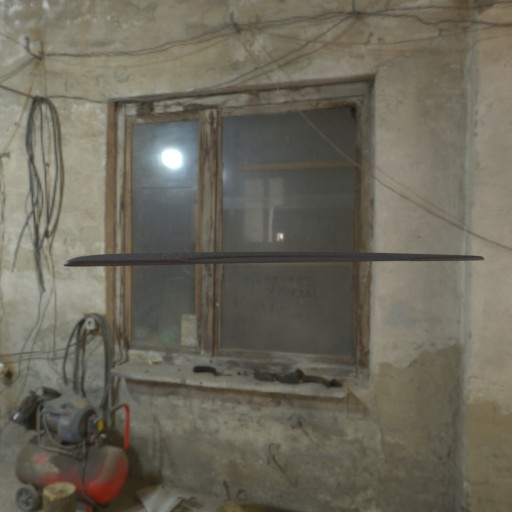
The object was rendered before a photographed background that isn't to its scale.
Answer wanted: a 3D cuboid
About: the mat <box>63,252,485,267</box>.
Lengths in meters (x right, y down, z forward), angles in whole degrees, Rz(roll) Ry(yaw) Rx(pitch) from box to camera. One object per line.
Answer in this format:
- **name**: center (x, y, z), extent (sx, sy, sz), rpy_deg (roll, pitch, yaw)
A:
- **mat**: center (0.000, 0.000, 1.606), extent (1.220, 0.016, 0.917), rpy_deg (-1, 2, -19)
